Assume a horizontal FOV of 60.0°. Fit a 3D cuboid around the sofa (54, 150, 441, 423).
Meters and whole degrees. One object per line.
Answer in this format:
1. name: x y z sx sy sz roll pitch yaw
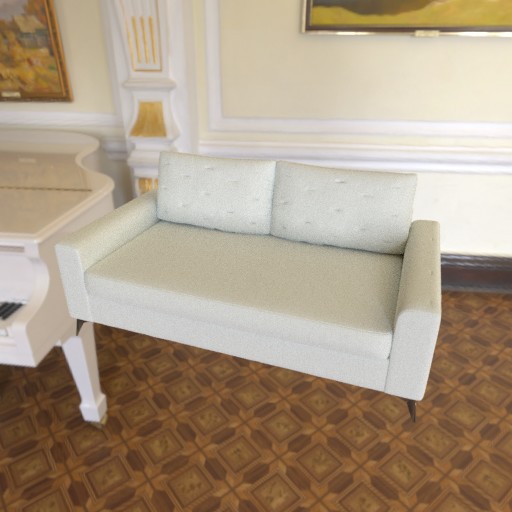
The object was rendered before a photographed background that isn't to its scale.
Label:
1. sofa: 0.000 0.000 2.148 1.650 0.790 0.920 9 28 18
